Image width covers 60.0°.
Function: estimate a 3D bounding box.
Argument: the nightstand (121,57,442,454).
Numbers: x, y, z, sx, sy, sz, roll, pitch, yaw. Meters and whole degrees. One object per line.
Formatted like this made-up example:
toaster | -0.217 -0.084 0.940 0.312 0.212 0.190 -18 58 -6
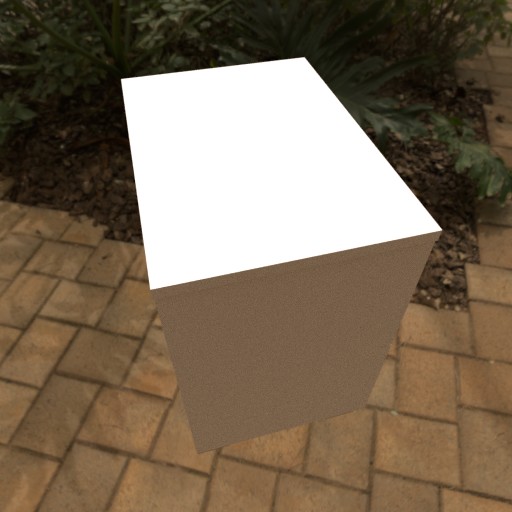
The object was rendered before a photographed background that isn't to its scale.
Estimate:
nightstand | 0.000 0.000 0.759 0.325 0.460 0.441 -11 48 -10
